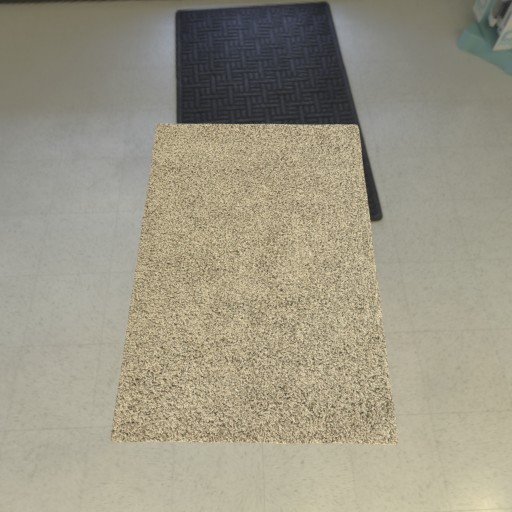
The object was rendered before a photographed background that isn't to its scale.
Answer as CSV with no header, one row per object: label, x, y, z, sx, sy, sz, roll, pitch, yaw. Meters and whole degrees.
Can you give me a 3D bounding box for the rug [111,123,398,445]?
rug,0.000,0.000,2.277,1.219,0.030,1.778,0,63,0
